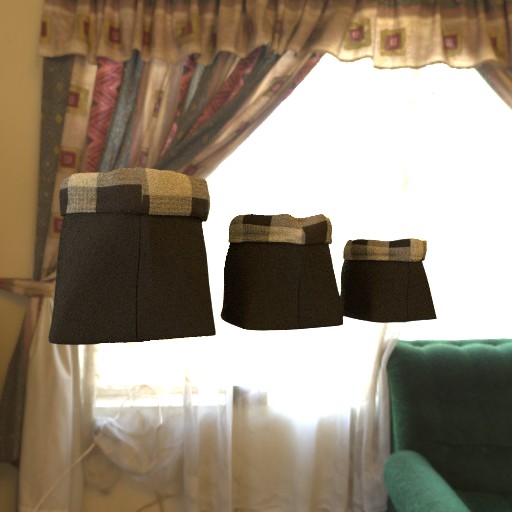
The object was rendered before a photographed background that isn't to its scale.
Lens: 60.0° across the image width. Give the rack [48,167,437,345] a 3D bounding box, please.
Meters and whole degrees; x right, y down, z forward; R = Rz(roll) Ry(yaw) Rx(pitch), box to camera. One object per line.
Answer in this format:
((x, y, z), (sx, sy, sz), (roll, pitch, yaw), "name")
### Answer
((0.000, 0.000, 1.065), (0.889, 0.329, 0.370), (0, 0, -19), "rack")
